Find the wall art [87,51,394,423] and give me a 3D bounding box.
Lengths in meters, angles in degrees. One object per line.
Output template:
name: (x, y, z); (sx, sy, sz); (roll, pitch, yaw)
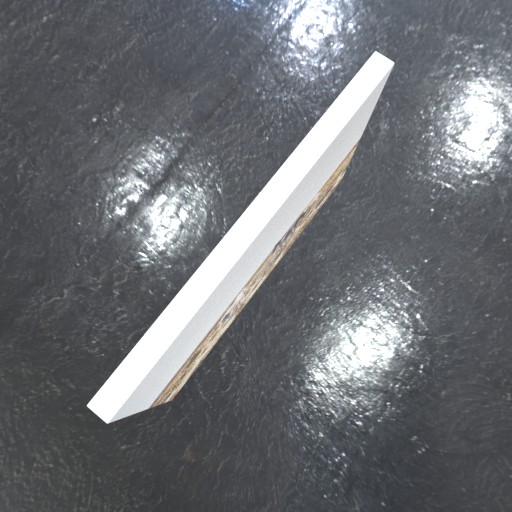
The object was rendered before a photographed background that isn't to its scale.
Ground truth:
wall art: (0.000, 0.000, 1.157); (0.050, 0.610, 0.914); (36, 79, 9)
